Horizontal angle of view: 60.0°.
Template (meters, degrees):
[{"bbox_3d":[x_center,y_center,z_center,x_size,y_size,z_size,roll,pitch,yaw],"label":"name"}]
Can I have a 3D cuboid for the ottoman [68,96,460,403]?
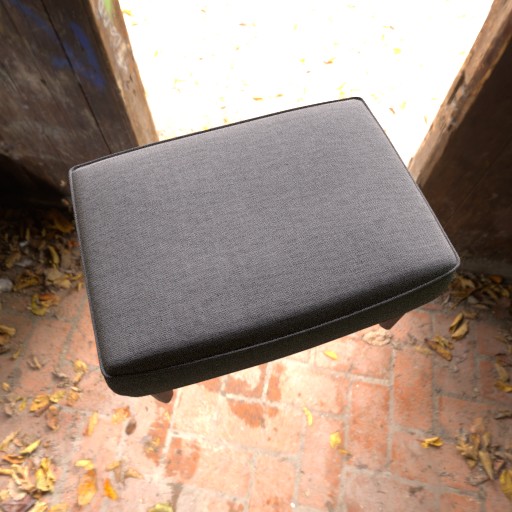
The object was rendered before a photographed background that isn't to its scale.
[{"bbox_3d":[0.000,0.000,1.105,0.750,0.458,0.555,-16,65,-8],"label":"ottoman"}]
